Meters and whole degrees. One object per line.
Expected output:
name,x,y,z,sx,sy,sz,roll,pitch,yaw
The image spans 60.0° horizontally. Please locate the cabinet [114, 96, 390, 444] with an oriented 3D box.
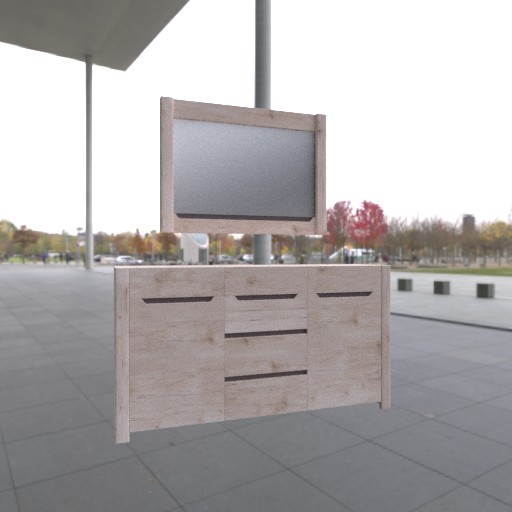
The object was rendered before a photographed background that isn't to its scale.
cabinet,0.000,0.000,2.792,1.700,1.981,0.420,0,0,-19
